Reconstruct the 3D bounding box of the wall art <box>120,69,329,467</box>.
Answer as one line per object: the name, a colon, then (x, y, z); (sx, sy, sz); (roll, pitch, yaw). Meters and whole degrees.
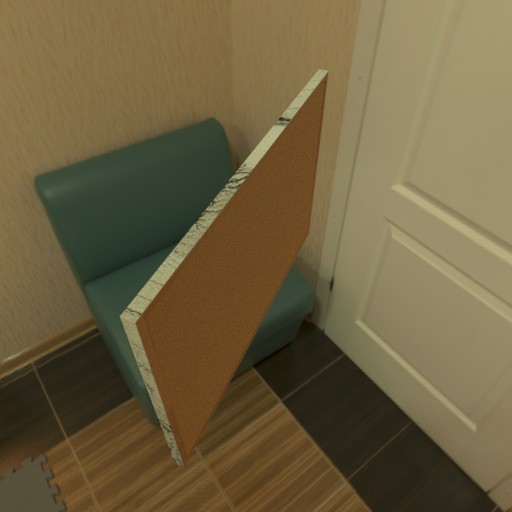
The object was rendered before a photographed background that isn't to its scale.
wall art: (0.000, 0.000, 1.436); (0.035, 0.758, 1.141); (18, 49, 16)
